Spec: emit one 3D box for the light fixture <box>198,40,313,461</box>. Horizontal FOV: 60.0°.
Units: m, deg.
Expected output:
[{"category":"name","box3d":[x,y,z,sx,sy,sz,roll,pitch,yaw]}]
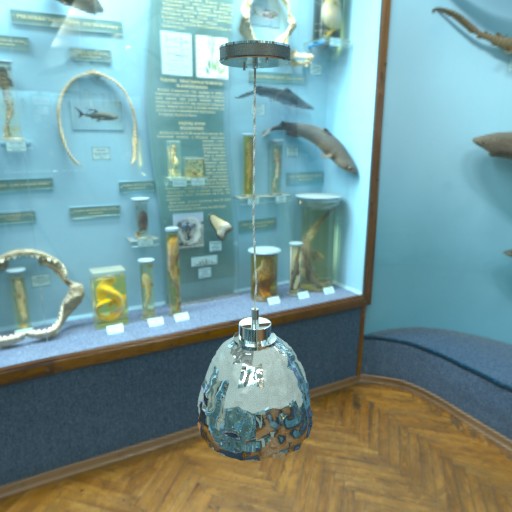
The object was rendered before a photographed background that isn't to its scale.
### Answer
[{"category":"light fixture","box3d":[0.000,0.000,1.750,0.500,1.511,0.496,-7,17,-26]}]
